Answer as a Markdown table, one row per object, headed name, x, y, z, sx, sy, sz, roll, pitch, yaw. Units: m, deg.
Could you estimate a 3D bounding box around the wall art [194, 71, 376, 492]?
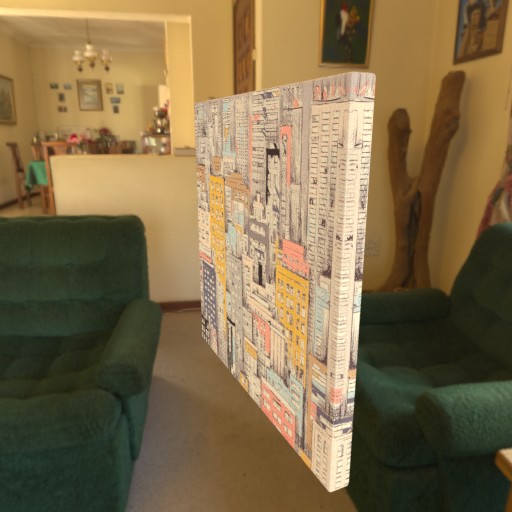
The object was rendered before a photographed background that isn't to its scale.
| name | x | y | z | sx | sy | sz | roll | pitch | yaw |
| --- | --- | --- | --- | --- | --- | --- | --- | --- | --- |
| wall art | 0.000 | 0.000 | 0.876 | 0.038 | 0.608 | 0.607 | -7 | 17 | -25 |
